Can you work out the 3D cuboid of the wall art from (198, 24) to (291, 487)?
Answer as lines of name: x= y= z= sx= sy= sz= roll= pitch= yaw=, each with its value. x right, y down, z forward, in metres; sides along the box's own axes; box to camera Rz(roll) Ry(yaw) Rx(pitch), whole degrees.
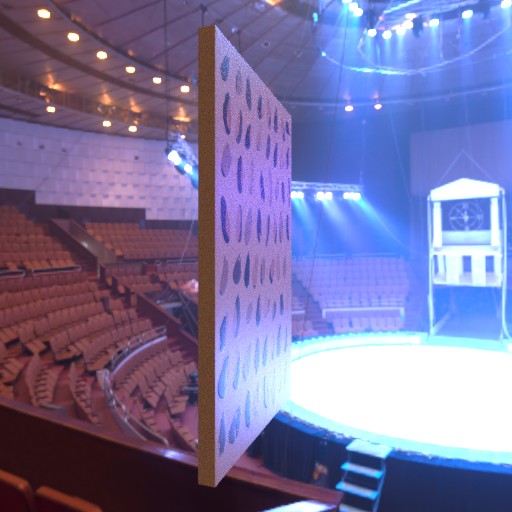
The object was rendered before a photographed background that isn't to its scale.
wall art: x=0.000 y=0.000 z=1.170 sx=0.037 sy=0.916 sz=0.610 roll=0 pitch=0 yaw=19
